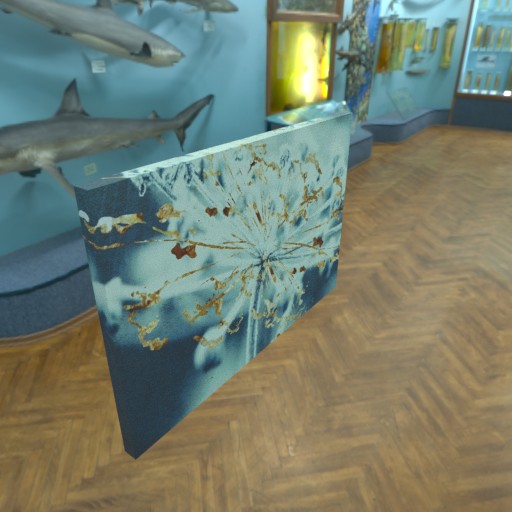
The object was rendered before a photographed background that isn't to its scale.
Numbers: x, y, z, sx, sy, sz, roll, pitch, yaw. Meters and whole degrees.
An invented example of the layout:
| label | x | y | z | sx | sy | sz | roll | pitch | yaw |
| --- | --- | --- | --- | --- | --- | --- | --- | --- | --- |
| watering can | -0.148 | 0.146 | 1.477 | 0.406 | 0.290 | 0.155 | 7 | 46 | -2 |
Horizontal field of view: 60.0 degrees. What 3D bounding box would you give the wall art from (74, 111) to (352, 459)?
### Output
| label | x | y | z | sx | sy | sz | roll | pitch | yaw |
| --- | --- | --- | --- | --- | --- | --- | --- | --- | --- |
| wall art | 0.000 | 0.000 | 1.155 | 0.038 | 0.608 | 0.912 | 19 | 32 | 33 |
